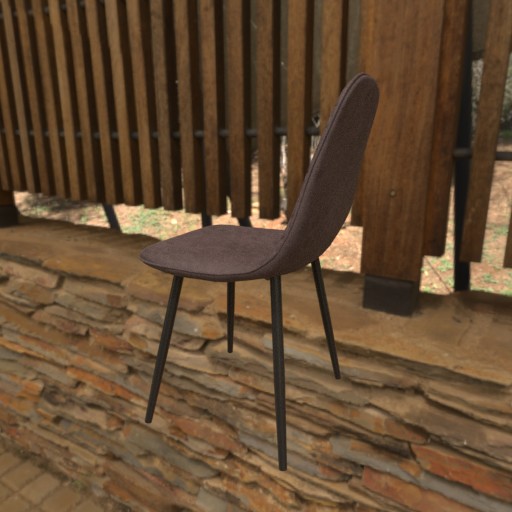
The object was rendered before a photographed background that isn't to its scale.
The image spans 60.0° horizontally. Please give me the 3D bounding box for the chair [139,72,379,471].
[{"bbox_3d":[0.000,0.000,1.201,0.561,0.889,0.472,8,17,25],"label":"chair"}]
